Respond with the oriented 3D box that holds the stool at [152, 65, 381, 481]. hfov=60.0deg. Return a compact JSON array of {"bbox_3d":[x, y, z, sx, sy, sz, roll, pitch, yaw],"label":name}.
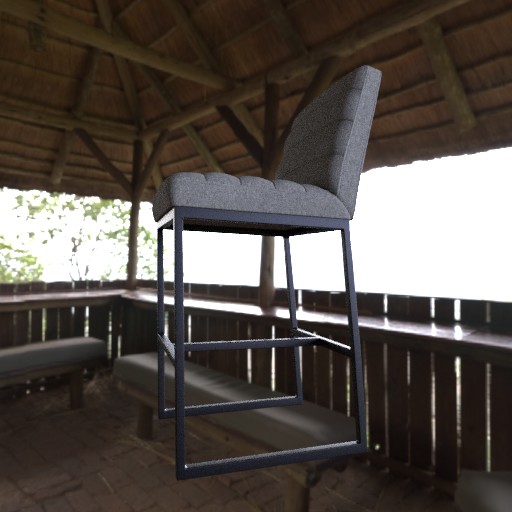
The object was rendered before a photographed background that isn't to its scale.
[{"bbox_3d":[0.000,0.000,1.304,0.571,1.034,0.459,0,-1,-18],"label":"stool"}]
